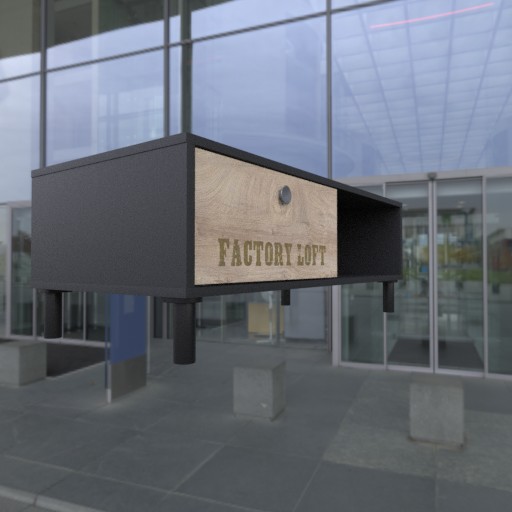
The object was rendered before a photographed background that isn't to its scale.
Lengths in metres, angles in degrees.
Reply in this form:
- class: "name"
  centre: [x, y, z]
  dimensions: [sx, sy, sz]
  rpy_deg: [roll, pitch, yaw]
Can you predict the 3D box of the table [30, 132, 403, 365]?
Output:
- class: "table"
  centre: [0.000, 0.000, 1.343]
  dimensions: [0.550, 0.400, 1.100]
  rpy_deg: [-1, -1, 37]
